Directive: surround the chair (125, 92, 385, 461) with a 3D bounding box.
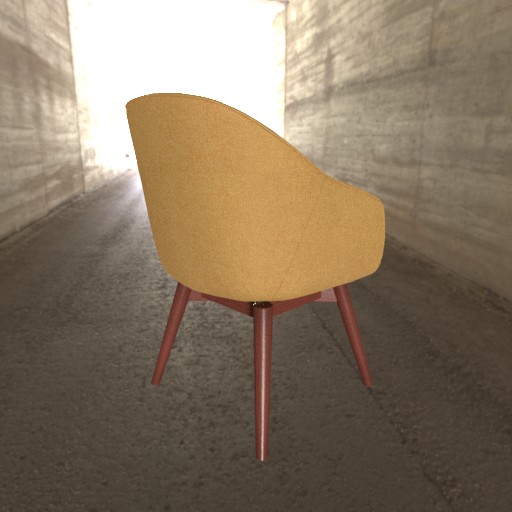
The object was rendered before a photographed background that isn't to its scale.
[{"bbox_3d":[0.000,0.000,1.244,0.635,0.823,0.596,-14,20,-43],"label":"chair"}]
